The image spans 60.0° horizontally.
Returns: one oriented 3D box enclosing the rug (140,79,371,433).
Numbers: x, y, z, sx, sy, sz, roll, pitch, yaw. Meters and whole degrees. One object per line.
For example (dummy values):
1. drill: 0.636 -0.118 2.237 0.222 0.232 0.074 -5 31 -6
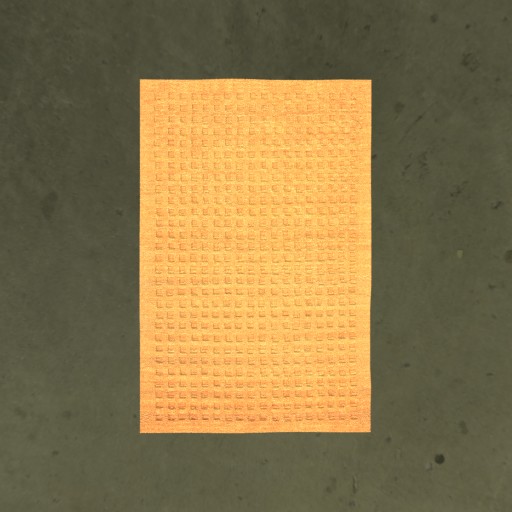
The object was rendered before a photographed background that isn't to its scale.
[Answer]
1. rug: 0.000 0.000 2.191 1.143 0.006 1.747 0 90 -1
